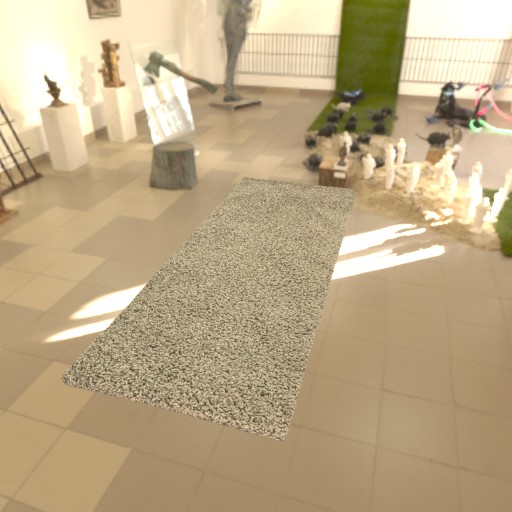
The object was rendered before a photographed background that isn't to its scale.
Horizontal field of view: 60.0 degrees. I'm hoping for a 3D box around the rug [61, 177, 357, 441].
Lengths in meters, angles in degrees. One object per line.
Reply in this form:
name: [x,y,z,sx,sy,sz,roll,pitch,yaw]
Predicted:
rug: [0.000,0.000,1.709,0.609,0.030,1.524,9,32,15]
